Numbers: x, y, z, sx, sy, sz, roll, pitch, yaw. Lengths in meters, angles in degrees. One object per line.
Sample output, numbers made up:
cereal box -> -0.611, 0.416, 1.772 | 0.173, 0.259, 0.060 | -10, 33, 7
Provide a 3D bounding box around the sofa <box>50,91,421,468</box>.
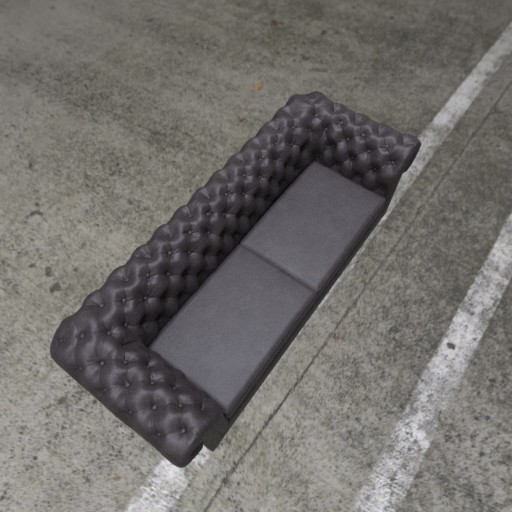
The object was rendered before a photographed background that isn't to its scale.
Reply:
sofa -> 0.000, 0.000, 2.766 | 0.944, 0.783, 2.385 | 32, 64, 18
